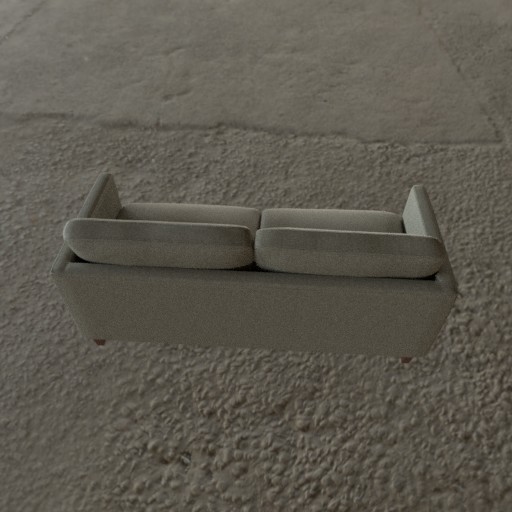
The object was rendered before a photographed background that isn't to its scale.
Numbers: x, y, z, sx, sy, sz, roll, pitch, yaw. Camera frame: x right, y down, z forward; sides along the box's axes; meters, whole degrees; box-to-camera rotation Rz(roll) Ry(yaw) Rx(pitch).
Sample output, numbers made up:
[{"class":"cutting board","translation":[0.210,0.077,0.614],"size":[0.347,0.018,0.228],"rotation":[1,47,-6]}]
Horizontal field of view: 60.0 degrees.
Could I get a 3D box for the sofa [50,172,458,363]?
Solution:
[{"class":"sofa","translation":[0.000,0.000,2.856],"size":[2.208,0.960,0.956],"rotation":[3,47,3]}]
